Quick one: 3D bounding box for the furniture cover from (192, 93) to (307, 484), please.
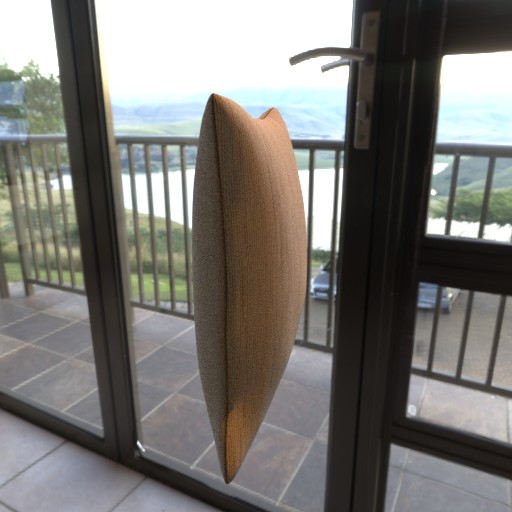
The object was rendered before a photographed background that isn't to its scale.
[{"bbox_3d":[0.000,0.000,0.773,0.178,0.506,0.512,3,17,9],"label":"furniture cover"}]
